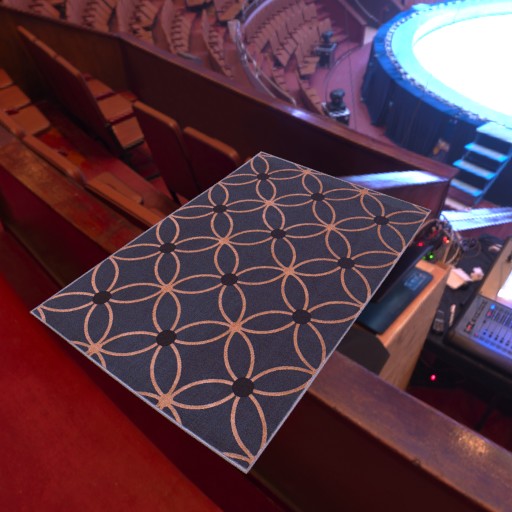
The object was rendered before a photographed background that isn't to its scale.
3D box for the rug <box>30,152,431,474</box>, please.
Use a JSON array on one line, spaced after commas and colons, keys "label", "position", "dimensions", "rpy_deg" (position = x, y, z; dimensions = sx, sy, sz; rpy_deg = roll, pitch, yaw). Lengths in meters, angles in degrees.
[{"label": "rug", "position": [0.000, 0.000, 2.850], "dimensions": [1.522, 0.008, 2.284], "rpy_deg": [25, 47, 26]}]
